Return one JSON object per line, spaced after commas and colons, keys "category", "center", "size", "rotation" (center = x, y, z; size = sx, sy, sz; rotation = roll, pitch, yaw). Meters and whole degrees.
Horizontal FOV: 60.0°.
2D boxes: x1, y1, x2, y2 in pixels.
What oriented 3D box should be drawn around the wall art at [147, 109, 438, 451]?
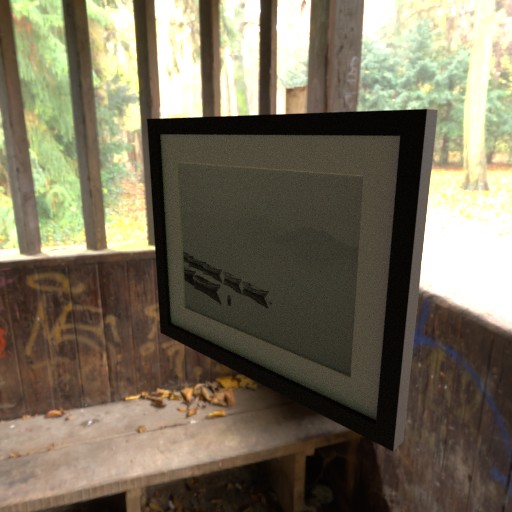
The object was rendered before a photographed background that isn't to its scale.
{"category": "wall art", "center": [0.000, 0.000, 0.750], "size": [0.554, 0.454, 0.030], "rotation": [14, 21, 41]}
